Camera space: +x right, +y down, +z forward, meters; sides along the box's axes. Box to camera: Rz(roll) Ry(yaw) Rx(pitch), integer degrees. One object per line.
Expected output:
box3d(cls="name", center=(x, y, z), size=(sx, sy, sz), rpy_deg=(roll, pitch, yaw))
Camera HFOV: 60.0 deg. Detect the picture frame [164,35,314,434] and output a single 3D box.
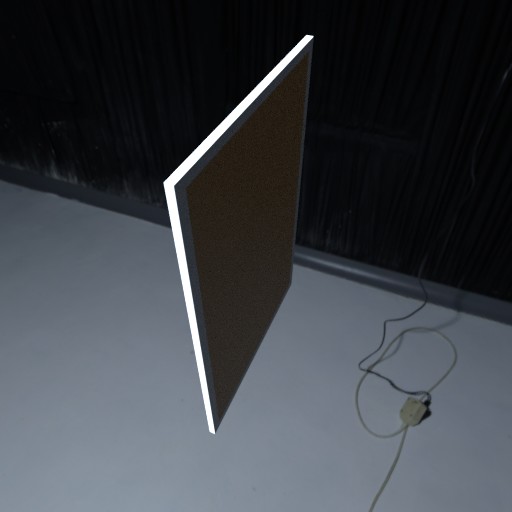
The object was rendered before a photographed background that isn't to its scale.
box3d(cls="picture frame", center=(0.000, 0.000, 0.854), size=(0.013, 0.657, 0.457), rpy_deg=(18, 49, 16))
